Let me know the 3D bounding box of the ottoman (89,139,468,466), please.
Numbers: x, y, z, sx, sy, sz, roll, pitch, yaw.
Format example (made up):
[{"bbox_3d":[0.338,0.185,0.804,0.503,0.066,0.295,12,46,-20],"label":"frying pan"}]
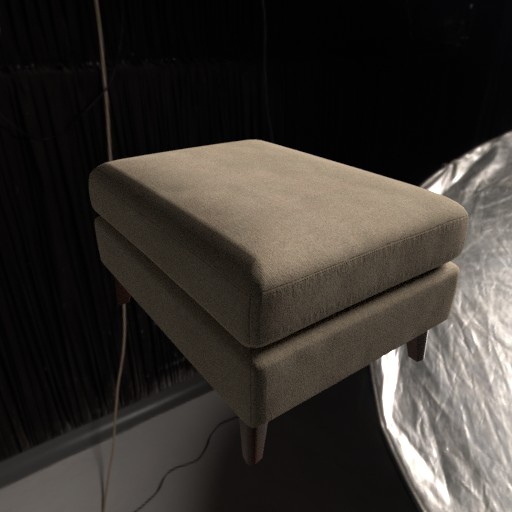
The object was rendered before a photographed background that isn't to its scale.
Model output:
[{"bbox_3d":[0.000,0.000,1.189,0.610,0.478,0.823,-18,32,-31],"label":"ottoman"}]
